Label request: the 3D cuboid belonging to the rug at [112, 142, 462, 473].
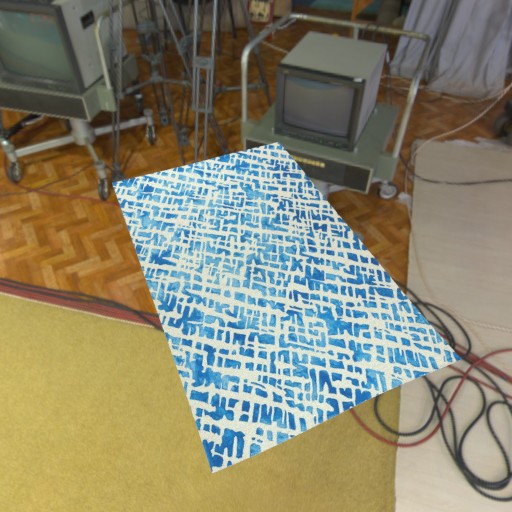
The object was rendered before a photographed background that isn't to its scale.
[{"bbox_3d":[0.000,0.000,3.089,1.520,0.011,2.447,-18,49,-16],"label":"rug"}]
